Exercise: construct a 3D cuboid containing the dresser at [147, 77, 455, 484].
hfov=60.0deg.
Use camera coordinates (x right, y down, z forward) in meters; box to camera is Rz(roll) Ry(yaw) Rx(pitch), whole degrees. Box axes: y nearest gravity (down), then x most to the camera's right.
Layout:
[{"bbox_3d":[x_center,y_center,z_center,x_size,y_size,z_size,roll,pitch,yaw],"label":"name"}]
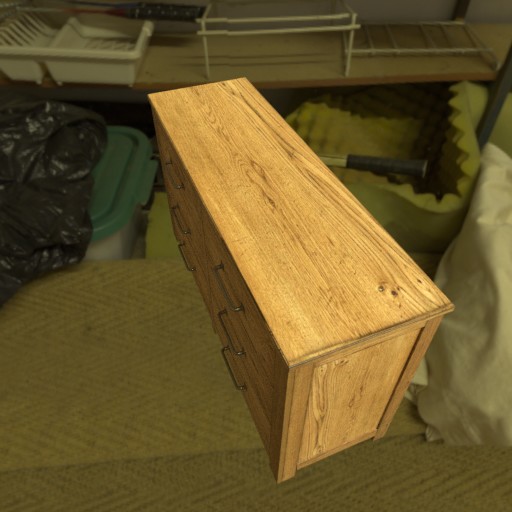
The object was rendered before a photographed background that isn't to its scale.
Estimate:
[{"bbox_3d":[0.000,0.000,2.066,0.563,0.932,1.657,-16,48,-15],"label":"dresser"}]
